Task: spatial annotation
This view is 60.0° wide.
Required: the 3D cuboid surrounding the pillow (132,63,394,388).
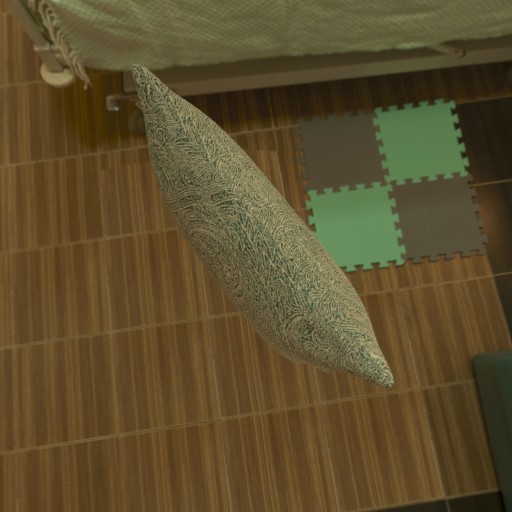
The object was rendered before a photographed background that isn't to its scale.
[{"bbox_3d":[0.000,0.000,0.789,0.166,0.507,0.526,-37,80,-8],"label":"pillow"}]
